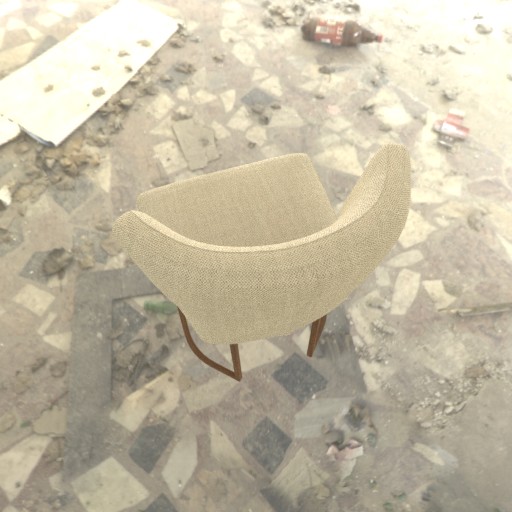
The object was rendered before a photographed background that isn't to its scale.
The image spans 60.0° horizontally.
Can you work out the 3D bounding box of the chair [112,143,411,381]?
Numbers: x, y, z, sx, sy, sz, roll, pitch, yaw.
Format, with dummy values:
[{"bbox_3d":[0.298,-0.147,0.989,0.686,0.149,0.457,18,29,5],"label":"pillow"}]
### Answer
[{"bbox_3d":[0.000,0.000,1.226,0.611,0.824,0.617,-16,61,-9],"label":"chair"}]
